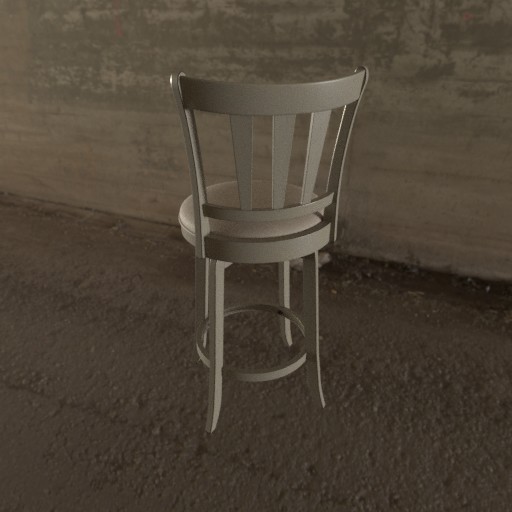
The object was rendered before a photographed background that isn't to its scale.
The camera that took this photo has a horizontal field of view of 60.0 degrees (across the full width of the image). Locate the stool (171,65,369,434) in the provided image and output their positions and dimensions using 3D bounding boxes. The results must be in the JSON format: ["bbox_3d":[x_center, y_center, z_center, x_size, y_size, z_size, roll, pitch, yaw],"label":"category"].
[{"bbox_3d":[0.000,0.000,1.298,0.436,1.042,0.475,-7,29,-14],"label":"stool"}]
